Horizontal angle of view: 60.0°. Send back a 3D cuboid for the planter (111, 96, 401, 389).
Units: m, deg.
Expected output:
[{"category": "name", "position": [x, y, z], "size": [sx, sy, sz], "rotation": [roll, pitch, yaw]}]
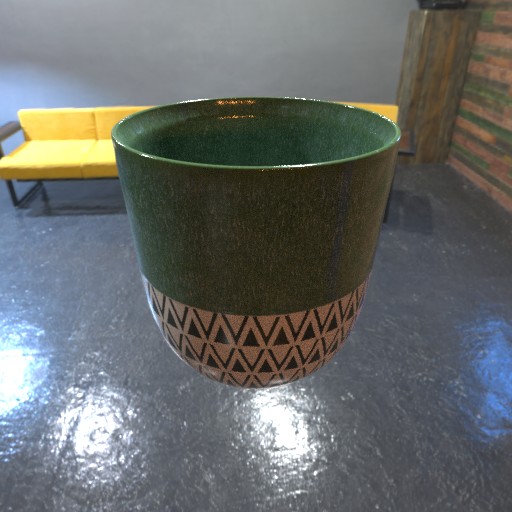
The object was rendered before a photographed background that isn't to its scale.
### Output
[{"category": "planter", "position": [0.000, 0.000, 0.361], "size": [0.195, 0.214, 0.195], "rotation": [0, 30, 0]}]
